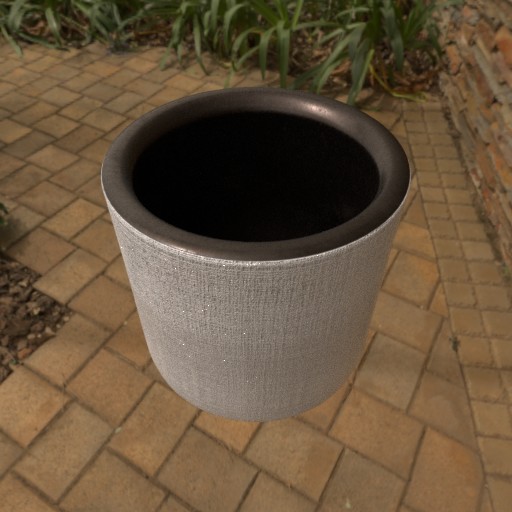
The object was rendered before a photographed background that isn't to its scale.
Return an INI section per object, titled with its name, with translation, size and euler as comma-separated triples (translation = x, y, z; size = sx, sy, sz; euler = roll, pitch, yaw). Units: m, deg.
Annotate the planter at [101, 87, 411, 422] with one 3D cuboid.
[planter]
translation = 0.000, 0.000, 0.285
size = 0.160, 0.156, 0.160
euler = 0, 45, 0
